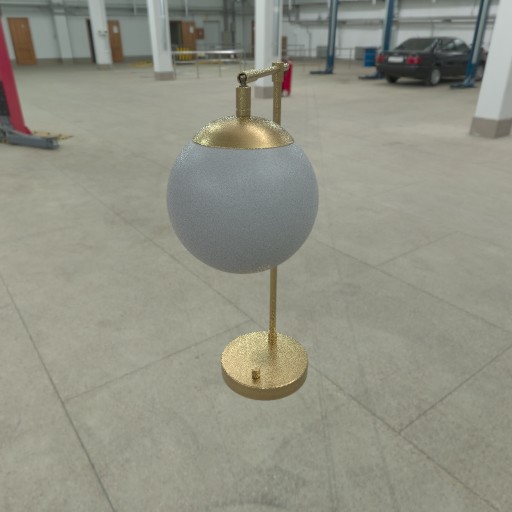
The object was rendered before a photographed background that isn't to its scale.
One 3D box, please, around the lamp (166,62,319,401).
[{"bbox_3d":[0.000,0.000,0.710,0.207,0.559,0.324,8,28,16],"label":"lamp"}]
